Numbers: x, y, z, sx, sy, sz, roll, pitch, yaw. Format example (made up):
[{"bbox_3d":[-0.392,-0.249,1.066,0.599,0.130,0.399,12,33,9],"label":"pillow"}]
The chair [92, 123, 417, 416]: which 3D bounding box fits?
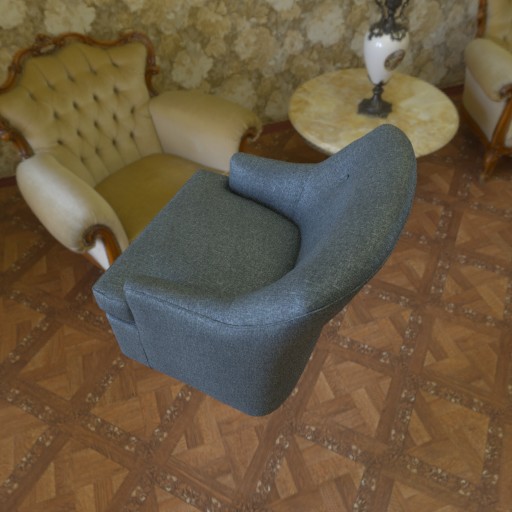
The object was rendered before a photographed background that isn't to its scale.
[{"bbox_3d":[0.000,0.000,1.614,0.923,0.856,0.864,18,50,16],"label":"chair"}]
